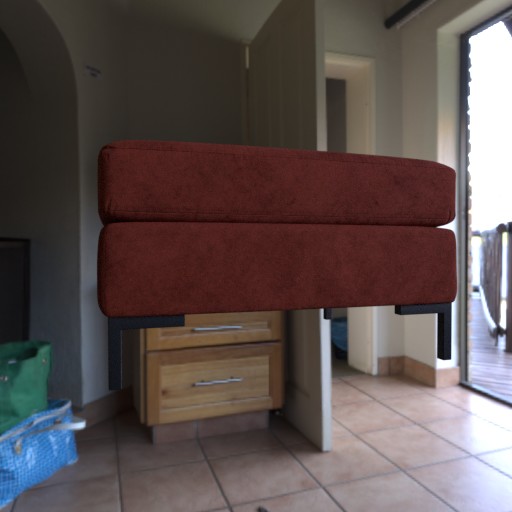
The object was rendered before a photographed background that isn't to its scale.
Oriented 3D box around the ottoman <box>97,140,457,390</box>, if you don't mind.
[{"bbox_3d":[0.000,0.000,1.178,0.782,0.462,0.650,0,1,-17],"label":"ottoman"}]
